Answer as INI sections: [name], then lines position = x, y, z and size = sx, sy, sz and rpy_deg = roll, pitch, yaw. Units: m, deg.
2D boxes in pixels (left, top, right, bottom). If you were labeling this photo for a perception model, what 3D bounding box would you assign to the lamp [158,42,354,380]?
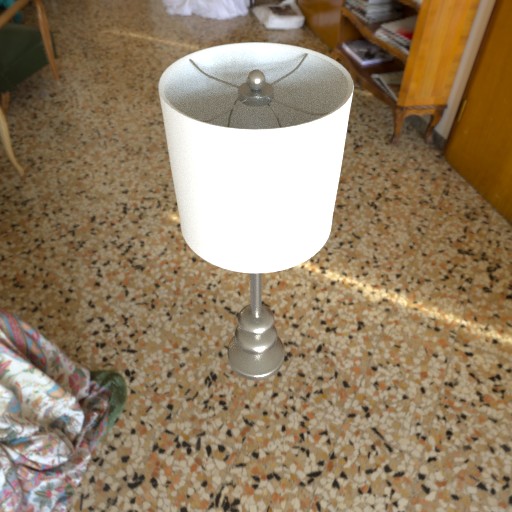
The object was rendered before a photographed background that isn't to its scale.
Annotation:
[lamp]
position = 0.000, 0.000, 0.820
size = 0.254, 0.690, 0.254
rpy_deg = 30, 53, 25
